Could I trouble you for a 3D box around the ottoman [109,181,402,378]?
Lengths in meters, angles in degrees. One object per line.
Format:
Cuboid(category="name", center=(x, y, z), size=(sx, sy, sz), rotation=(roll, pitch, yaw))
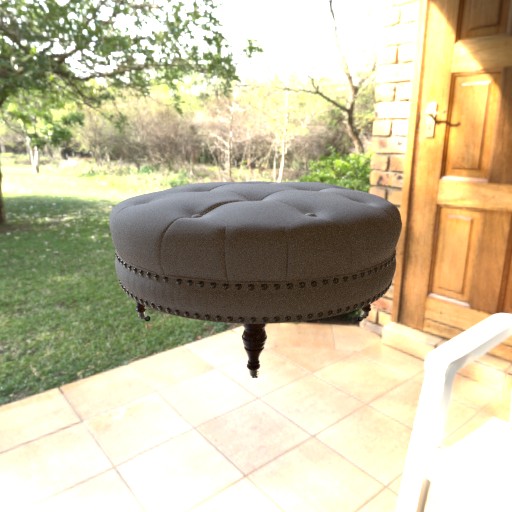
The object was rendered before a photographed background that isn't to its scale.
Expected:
Cuboid(category="ottoman", center=(0.000, 0.000, 1.516), size=(0.940, 0.483, 0.940), rotation=(0, 15, 0))
